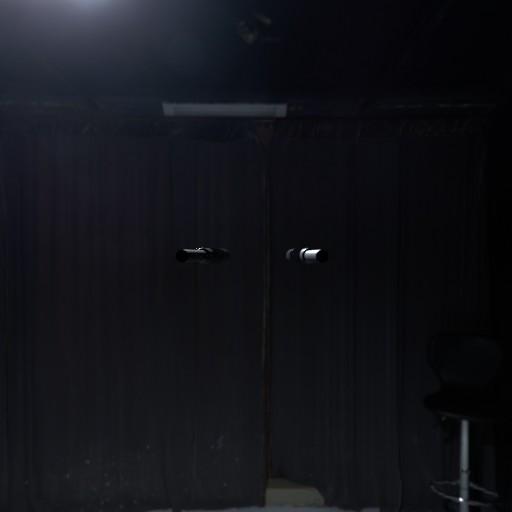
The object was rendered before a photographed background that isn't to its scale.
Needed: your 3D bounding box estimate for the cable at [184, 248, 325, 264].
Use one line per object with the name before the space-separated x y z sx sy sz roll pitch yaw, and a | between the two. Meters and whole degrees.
cable | 0.000 0.000 0.110 0.041 0.005 0.098 0 0 1
